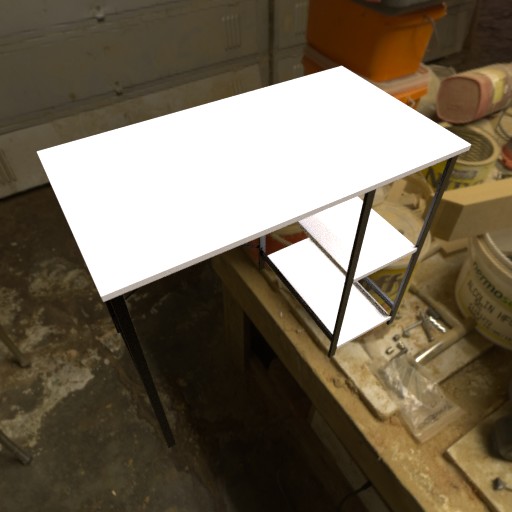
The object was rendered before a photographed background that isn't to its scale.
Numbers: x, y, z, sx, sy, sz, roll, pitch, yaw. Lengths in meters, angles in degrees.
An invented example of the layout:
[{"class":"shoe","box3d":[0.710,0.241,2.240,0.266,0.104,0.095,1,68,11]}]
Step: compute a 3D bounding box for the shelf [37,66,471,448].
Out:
[{"class":"shelf","box3d":[0.000,0.000,1.324,0.902,0.750,0.498,-23,51,-20]}]
